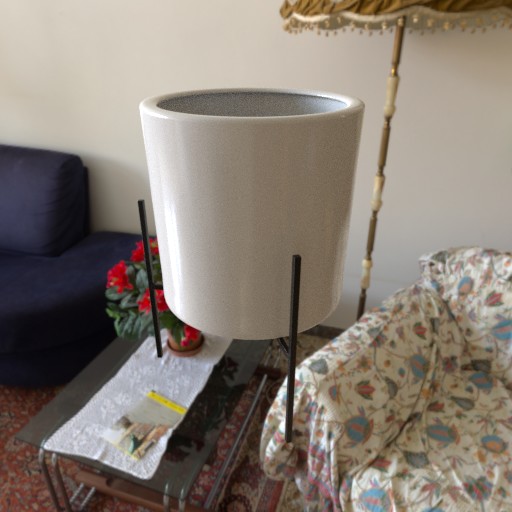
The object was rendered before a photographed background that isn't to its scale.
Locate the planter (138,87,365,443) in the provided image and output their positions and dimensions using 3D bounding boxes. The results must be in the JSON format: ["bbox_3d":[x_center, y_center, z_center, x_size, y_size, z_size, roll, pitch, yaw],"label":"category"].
[{"bbox_3d":[0.000,0.000,0.645,0.307,0.431,0.308,-8,28,-16],"label":"planter"}]
